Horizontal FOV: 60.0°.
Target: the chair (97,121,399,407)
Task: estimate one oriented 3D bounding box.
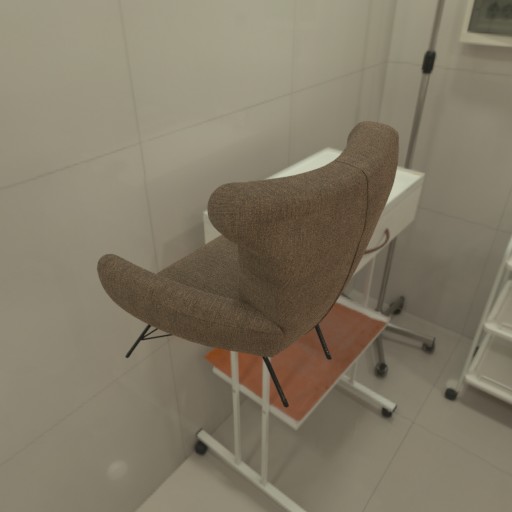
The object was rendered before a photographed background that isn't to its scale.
[{"bbox_3d":[0.000,0.000,1.817,0.900,1.040,0.980,23,39,31],"label":"chair"}]
